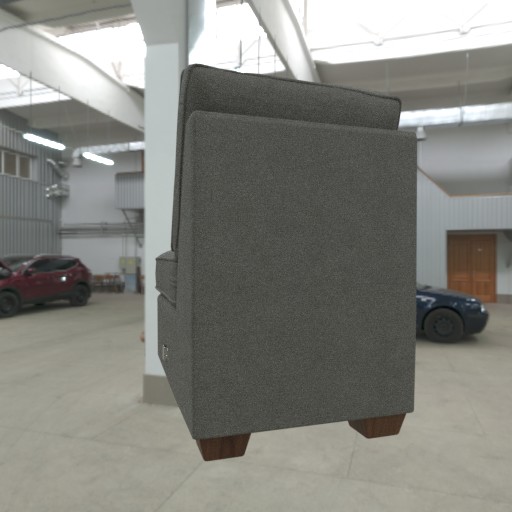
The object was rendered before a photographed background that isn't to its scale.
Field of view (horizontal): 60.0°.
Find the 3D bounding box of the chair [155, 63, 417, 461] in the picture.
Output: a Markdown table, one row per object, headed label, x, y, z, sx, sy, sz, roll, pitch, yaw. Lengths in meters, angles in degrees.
| label | x | y | z | sx | sy | sz | roll | pitch | yaw |
| --- | --- | --- | --- | --- | --- | --- | --- | --- | --- |
| chair | 0.000 | 0.000 | 1.526 | 0.621 | 0.970 | 0.938 | 0 | 0 | -18 |
